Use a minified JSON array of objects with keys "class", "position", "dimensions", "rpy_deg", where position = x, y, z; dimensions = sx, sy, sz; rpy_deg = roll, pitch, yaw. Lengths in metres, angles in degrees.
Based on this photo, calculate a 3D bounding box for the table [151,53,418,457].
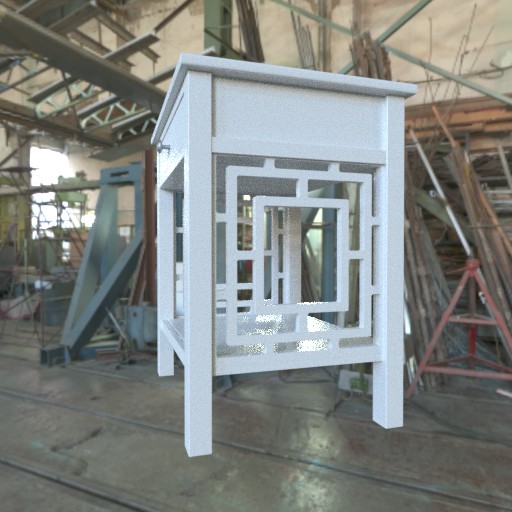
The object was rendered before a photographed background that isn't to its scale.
[{"class":"table","position":[0.000,0.000,1.028],"dimensions":[0.451,0.646,0.564],"rpy_deg":[0,1,-18]}]
